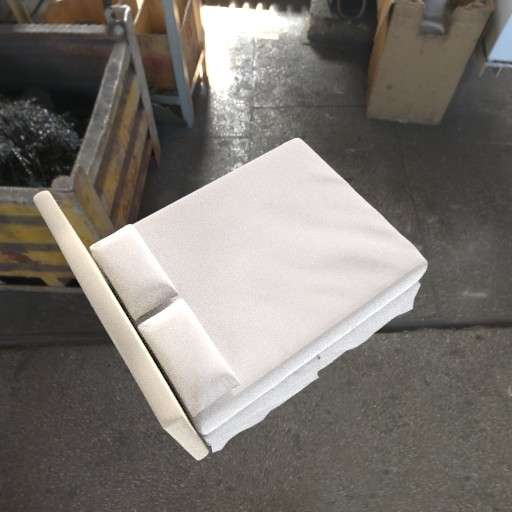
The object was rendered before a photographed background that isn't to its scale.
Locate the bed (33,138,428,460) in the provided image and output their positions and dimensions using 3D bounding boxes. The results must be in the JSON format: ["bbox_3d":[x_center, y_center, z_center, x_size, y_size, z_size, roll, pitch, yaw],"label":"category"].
[{"bbox_3d":[0.000,0.000,3.247,2.196,1.449,1.741,-31,65,-17],"label":"bed"}]
